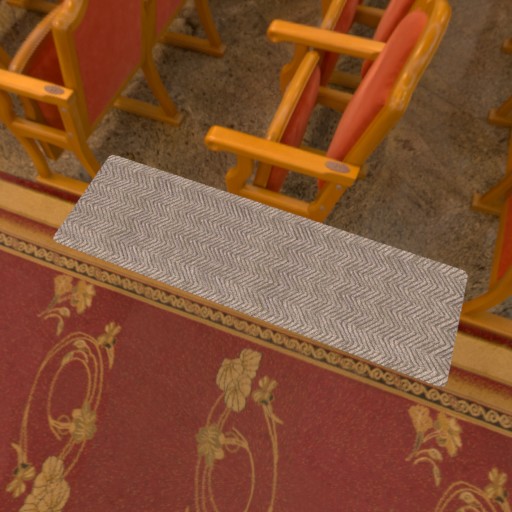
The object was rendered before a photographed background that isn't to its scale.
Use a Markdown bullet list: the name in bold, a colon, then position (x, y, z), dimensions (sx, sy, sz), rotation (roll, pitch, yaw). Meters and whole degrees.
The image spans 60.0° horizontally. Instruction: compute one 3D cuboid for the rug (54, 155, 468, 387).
- **rug**: position (0.000, 0.000, 2.528), dimensions (2.286, 0.008, 0.686), rotation (19, 65, 10)
